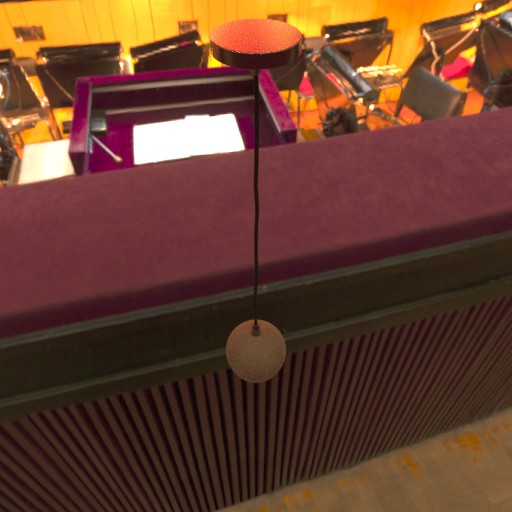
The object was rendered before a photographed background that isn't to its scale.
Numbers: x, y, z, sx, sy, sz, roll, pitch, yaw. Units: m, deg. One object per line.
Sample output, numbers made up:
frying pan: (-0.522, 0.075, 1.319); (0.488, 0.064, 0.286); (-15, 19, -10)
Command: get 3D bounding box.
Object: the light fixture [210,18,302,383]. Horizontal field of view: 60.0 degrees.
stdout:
light fixture: (0.000, 0.000, 0.805); (0.139, 0.764, 0.139); (-11, 47, -10)
